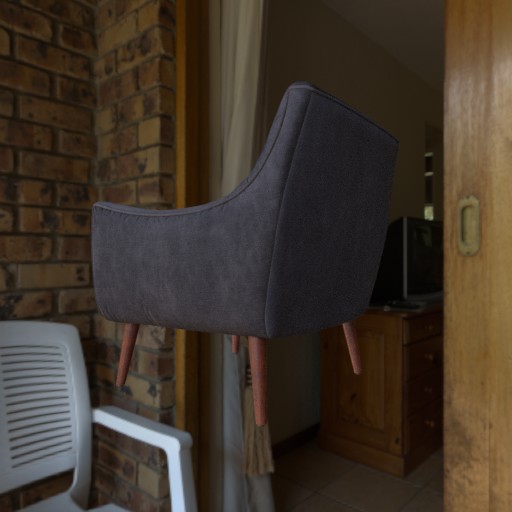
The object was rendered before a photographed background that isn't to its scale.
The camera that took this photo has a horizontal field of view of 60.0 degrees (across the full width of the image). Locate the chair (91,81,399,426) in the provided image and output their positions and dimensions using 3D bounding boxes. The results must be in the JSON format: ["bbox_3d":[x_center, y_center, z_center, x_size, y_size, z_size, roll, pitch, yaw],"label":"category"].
[{"bbox_3d":[0.000,0.000,1.471,0.787,0.838,0.762,0,0,36],"label":"chair"}]
